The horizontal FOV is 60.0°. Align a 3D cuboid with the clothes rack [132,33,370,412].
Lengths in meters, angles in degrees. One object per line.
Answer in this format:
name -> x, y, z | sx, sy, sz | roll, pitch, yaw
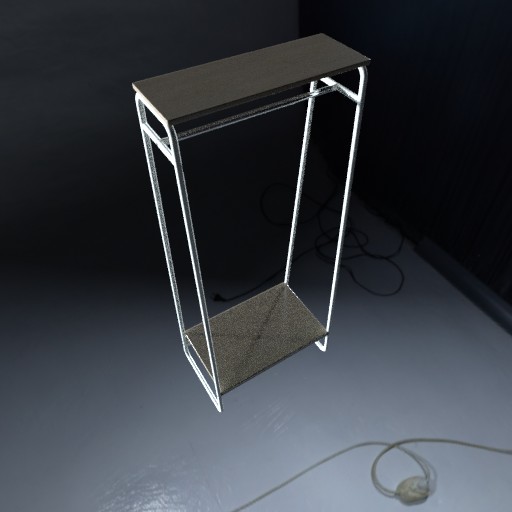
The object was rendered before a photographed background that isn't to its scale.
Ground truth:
clothes rack -> 0.000, 0.000, 1.783 | 0.640, 1.512, 0.400 | -25, 52, -21
